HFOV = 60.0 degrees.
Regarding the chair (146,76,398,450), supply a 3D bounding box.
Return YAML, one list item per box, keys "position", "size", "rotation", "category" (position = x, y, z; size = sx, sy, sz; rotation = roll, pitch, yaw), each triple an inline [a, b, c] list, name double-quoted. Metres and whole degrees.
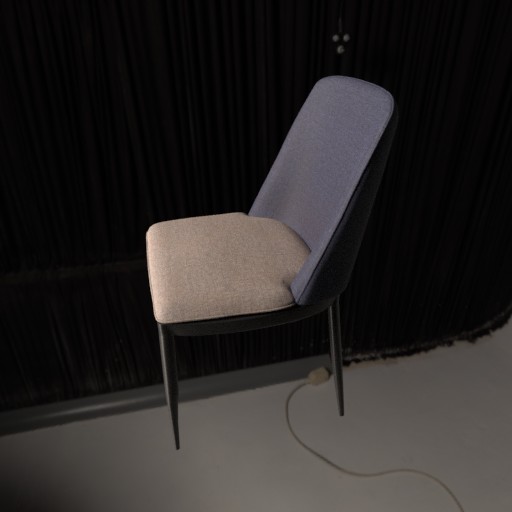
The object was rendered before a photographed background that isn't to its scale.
- position: [0.000, 0.000, 1.158]
  size: [0.551, 0.839, 0.480]
  rotation: [-7, 31, -13]
  category: "chair"
